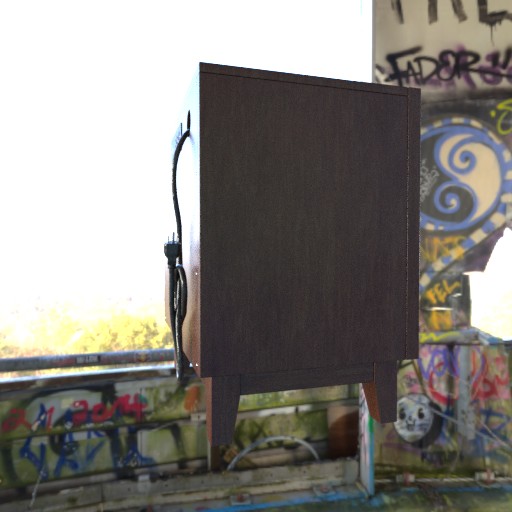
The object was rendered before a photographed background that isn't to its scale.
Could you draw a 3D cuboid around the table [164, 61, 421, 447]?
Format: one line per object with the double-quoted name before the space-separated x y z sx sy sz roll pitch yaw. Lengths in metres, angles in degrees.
"table" 0.000 0.000 1.001 0.449 0.609 0.557 0 1 -17
